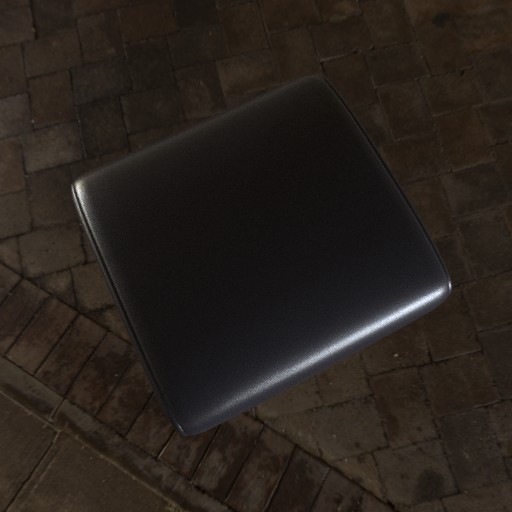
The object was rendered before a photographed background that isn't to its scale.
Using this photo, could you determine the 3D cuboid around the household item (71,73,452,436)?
[{"bbox_3d":[0.000,0.000,0.904,0.530,0.410,0.530,-26,77,-6],"label":"household item"}]
